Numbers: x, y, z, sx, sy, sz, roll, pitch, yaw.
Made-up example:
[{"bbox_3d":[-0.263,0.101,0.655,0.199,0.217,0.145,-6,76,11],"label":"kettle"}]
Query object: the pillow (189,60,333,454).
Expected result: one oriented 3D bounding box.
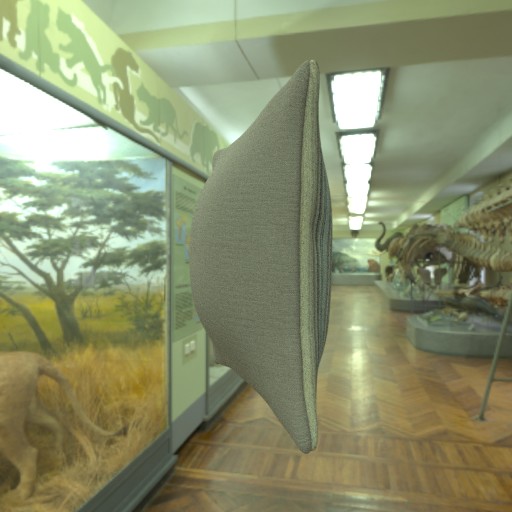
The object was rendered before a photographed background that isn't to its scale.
[{"bbox_3d":[0.000,0.000,0.670,0.189,0.416,0.435,0,0,-18],"label":"pillow"}]
